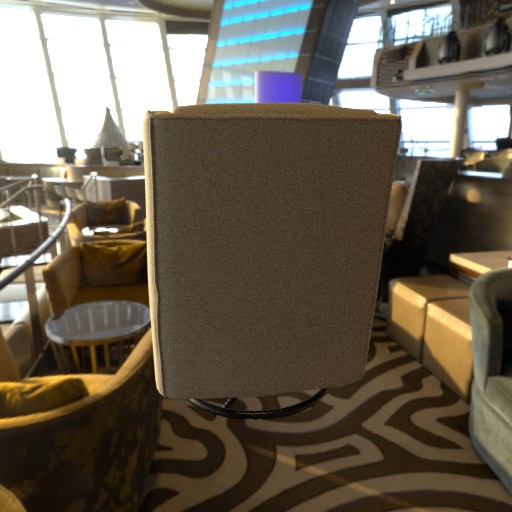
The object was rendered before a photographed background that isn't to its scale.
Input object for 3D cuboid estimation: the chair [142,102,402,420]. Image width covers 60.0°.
[{"bbox_3d":[0.000,0.000,1.597,0.732,0.993,0.879,-2,15,-9],"label":"chair"}]
